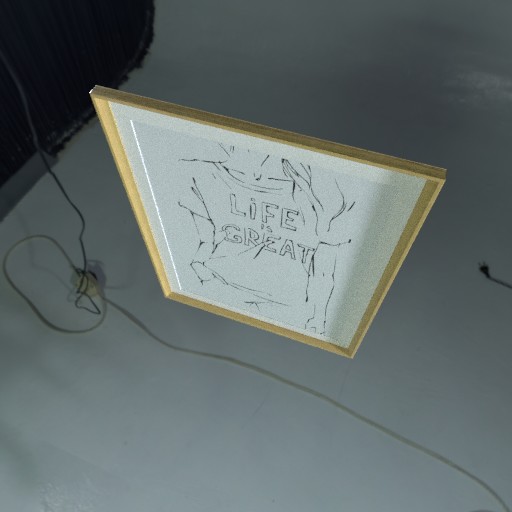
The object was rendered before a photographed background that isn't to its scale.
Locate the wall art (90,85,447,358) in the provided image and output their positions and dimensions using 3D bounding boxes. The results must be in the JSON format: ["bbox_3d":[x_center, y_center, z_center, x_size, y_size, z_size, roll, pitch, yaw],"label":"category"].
[{"bbox_3d":[0.000,0.000,1.369,0.798,1.002,0.030,17,59,10],"label":"wall art"}]
